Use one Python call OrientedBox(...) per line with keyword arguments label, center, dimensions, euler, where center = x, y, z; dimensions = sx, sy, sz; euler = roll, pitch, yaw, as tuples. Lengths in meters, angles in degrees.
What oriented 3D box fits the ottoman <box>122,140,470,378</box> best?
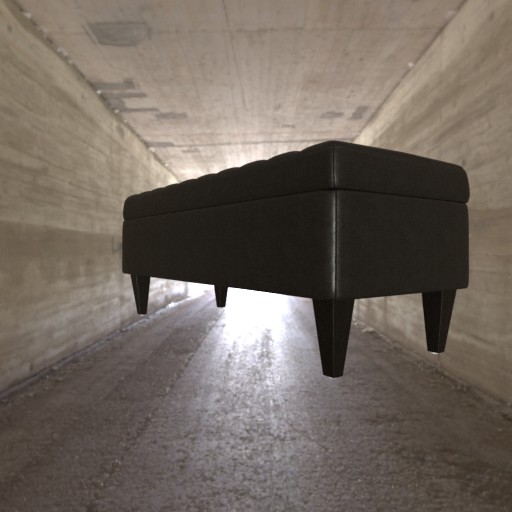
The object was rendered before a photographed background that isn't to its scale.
OrientedBox(label="ottoman", center=(0.000, 0.000, 1.403), dimensions=(0.482, 0.469, 1.151), euler=(-1, 1, -36))
